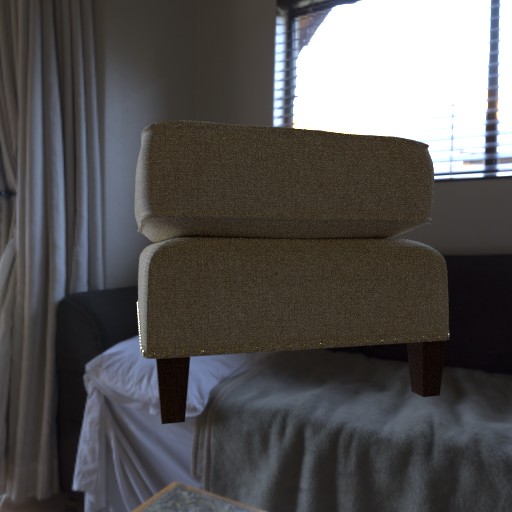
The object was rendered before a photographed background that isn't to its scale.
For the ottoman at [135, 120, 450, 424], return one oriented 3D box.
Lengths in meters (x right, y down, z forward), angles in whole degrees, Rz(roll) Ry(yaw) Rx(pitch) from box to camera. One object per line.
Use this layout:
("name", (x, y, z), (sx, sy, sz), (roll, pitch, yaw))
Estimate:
("ottoman", (0.000, 0.000, 1.118), (0.589, 0.537, 0.738), (0, 1, -15))
